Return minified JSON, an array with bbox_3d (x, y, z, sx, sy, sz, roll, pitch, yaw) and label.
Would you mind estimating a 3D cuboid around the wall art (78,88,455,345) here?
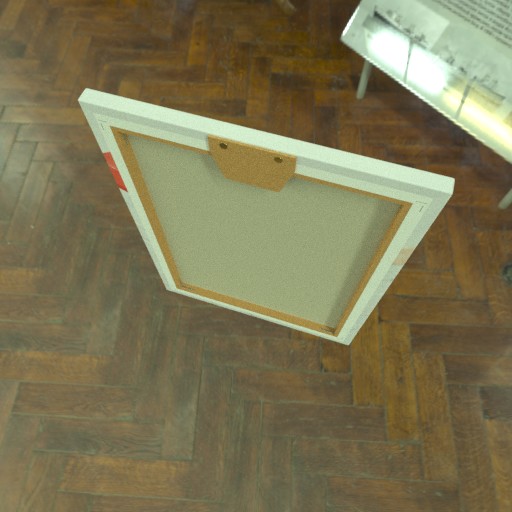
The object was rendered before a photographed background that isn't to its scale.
[{"bbox_3d":[0.000,0.000,1.313,0.759,1.014,0.045,16,64,8],"label":"wall art"}]
